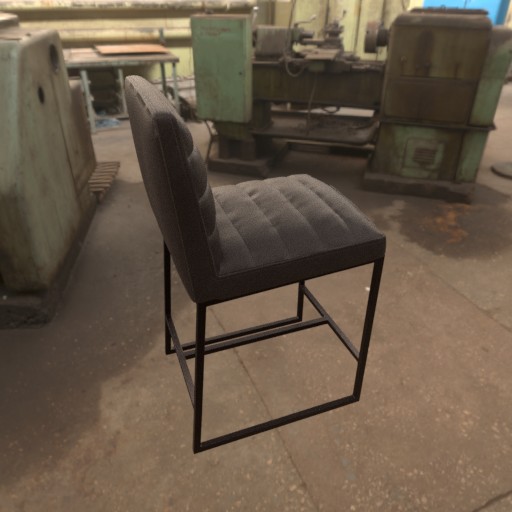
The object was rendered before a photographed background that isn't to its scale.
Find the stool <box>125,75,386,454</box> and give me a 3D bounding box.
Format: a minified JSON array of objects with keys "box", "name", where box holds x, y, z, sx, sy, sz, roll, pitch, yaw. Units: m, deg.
[{"box":[0.000,0.000,1.258,0.562,0.946,0.463,-11,33,-17],"name":"stool"}]
